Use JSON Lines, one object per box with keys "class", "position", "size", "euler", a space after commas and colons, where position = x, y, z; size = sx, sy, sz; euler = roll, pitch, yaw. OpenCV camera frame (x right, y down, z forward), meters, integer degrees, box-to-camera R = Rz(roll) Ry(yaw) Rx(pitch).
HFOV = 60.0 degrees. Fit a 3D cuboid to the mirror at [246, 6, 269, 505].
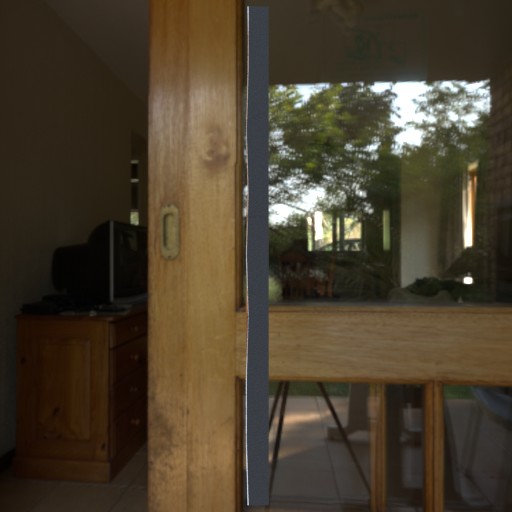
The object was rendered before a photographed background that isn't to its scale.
{"class": "mirror", "position": [0.000, 0.000, 1.113], "size": [0.044, 0.912, 0.606], "euler": [0, 0, 0]}
